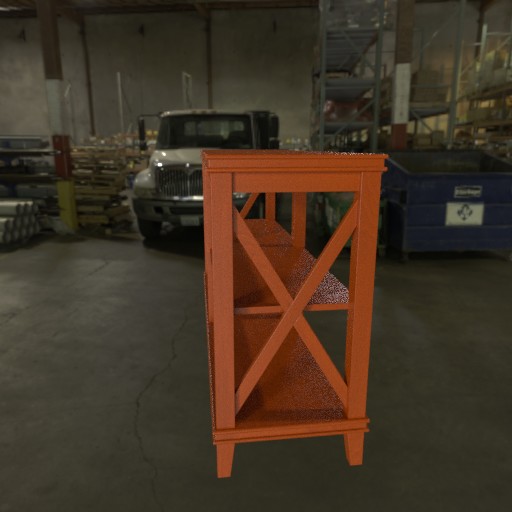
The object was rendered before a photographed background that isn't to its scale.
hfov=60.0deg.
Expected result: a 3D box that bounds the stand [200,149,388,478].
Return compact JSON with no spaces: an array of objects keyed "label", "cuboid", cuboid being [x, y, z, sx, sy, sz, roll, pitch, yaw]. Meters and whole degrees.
[{"label":"stand","cuboid":[0.000,0.000,1.654,0.381,0.762,1.372,-2,14,-7]}]
